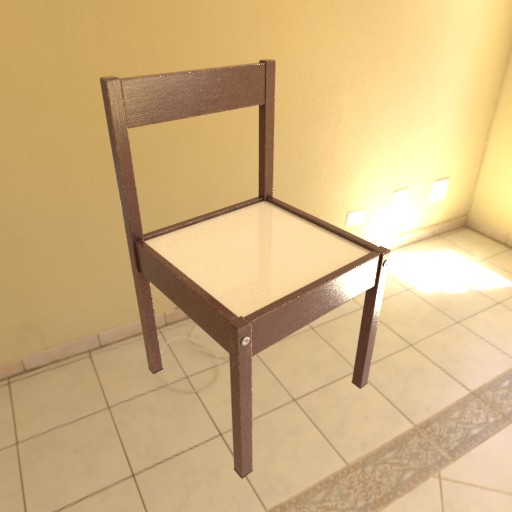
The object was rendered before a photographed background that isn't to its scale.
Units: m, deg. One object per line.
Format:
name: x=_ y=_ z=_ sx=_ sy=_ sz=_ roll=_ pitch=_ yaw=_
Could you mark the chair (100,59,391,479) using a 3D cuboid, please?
chair: x=0.000 y=0.000 z=0.675 sx=0.285 sy=0.505 sz=0.285 roll=-23 pitch=38 yaw=-33
